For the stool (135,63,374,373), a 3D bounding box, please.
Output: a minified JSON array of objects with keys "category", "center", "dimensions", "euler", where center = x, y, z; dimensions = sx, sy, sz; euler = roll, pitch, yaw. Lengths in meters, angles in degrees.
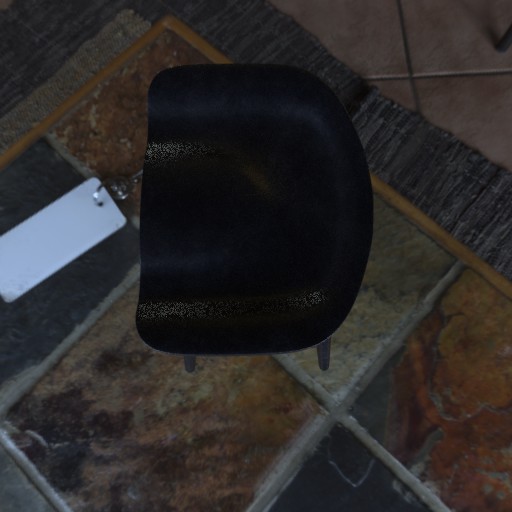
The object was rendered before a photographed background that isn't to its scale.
[{"category":"stool","center":[0.000,0.000,0.867],"dimensions":[0.361,0.615,0.440],"euler":[-1,75,0]}]
